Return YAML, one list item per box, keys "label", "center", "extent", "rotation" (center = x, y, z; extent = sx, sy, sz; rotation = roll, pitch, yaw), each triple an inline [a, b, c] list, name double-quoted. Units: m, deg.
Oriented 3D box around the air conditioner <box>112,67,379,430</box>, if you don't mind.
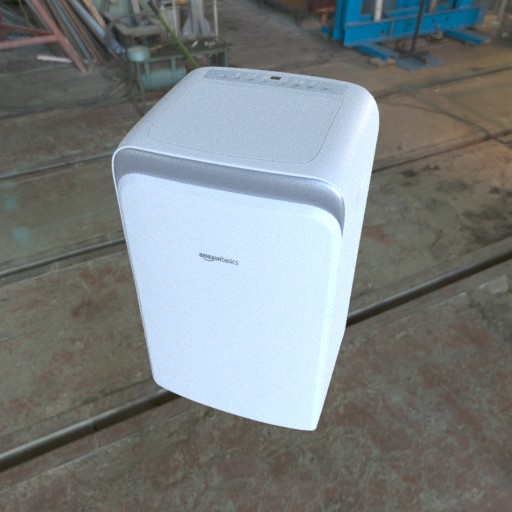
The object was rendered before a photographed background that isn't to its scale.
- label: "air conditioner"
  center: [0.000, 0.000, 1.074]
  extent: [0.478, 0.765, 0.467]
  rotation: [12, 43, 14]
